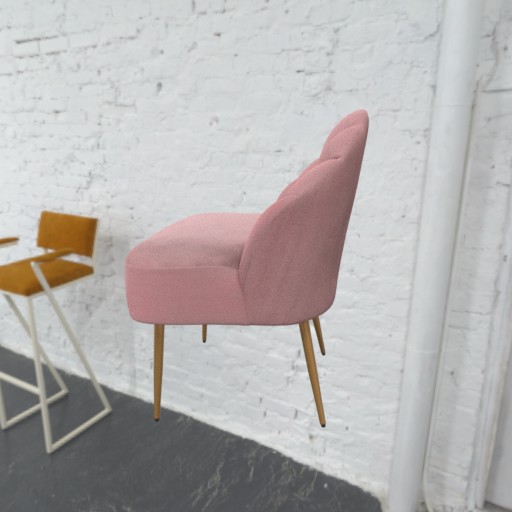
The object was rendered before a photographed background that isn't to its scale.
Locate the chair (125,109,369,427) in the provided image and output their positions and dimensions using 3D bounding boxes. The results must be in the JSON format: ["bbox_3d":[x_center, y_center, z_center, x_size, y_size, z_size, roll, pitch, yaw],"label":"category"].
[{"bbox_3d":[0.000,0.000,1.312,0.599,0.819,0.657,2,14,8],"label":"chair"}]
